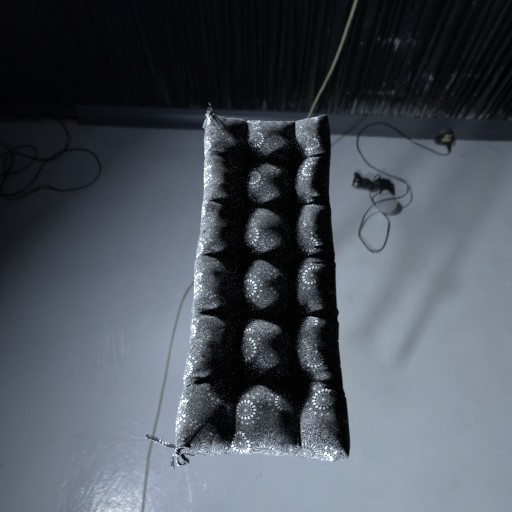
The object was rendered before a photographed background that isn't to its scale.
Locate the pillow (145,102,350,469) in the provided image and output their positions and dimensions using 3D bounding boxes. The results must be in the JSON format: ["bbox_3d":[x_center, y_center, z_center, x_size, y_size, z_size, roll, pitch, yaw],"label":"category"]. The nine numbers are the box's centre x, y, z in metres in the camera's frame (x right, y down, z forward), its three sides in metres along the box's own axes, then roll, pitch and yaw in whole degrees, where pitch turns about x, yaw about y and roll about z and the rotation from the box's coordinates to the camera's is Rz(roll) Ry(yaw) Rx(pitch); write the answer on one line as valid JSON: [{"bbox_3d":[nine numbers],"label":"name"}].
[{"bbox_3d":[0.000,0.000,1.366,0.511,0.174,1.194,1,63,1],"label":"pillow"}]
